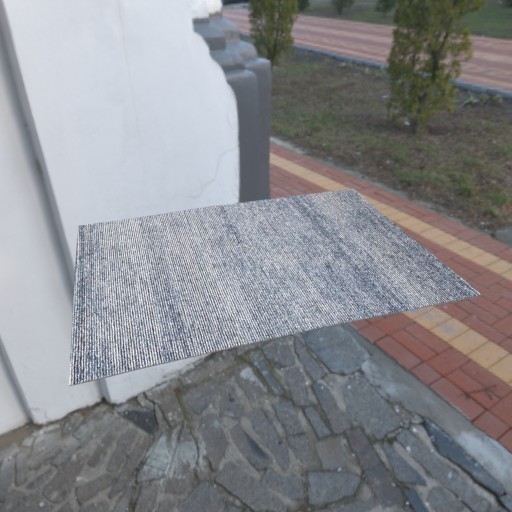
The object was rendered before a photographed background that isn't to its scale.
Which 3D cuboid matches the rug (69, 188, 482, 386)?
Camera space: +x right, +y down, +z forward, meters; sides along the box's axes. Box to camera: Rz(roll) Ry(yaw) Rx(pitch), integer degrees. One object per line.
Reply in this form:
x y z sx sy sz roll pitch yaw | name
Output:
0.000 0.000 3.021 2.349 0.030 1.624 -9 34 -14 | rug
